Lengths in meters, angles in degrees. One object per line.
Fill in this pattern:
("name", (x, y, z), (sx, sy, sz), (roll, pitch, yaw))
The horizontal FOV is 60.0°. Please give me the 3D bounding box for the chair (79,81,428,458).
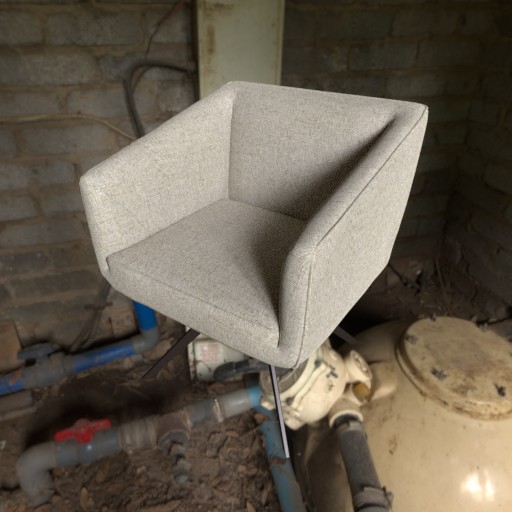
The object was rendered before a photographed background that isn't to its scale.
("chair", (0.000, 0.000, 1.202), (0.628, 0.760, 0.623), (19, 36, 29))
